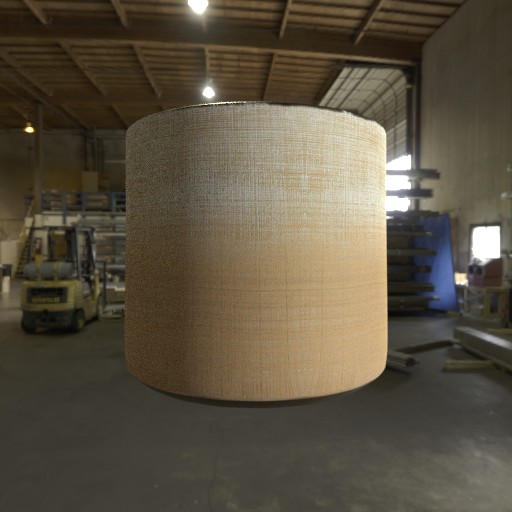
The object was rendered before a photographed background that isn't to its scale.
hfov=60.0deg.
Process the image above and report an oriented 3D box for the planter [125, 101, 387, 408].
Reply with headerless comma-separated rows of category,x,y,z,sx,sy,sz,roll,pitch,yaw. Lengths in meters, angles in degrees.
planter,0.000,0.000,0.387,0.221,0.201,0.221,0,1,0
